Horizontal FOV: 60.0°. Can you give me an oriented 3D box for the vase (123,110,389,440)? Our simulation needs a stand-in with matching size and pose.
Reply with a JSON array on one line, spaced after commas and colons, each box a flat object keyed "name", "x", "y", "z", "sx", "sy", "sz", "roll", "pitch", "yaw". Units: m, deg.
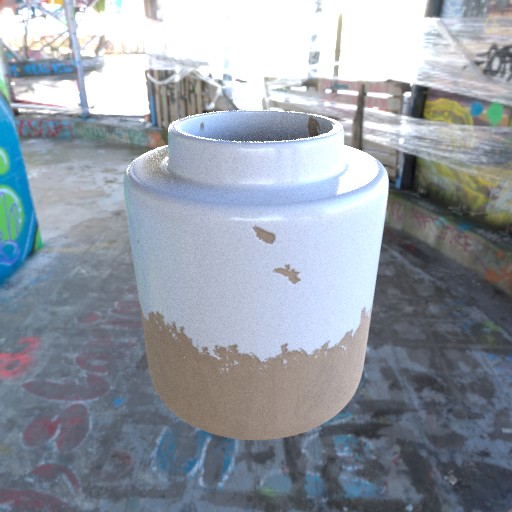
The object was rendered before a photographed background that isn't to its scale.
[{"name": "vase", "x": 0.000, "y": 0.000, "z": 0.287, "sx": 0.153, "sy": 0.167, "sz": 0.153, "roll": 0, "pitch": 27, "yaw": 0}]
